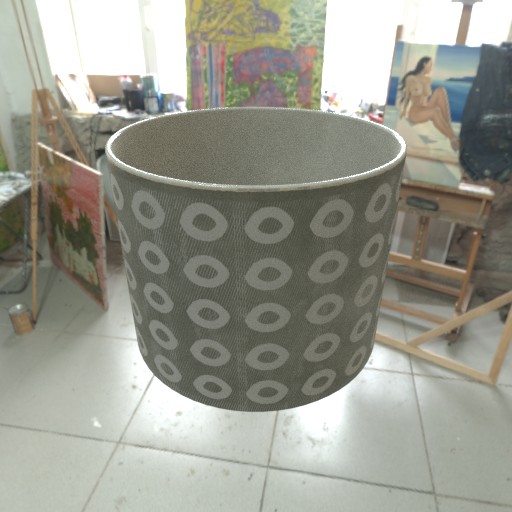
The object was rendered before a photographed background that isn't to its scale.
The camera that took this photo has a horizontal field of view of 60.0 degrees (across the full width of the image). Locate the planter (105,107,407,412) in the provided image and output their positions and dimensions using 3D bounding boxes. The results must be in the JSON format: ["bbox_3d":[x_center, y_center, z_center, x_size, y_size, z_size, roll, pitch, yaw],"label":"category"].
[{"bbox_3d":[0.000,0.000,0.441,0.250,0.239,0.250,0,30,0],"label":"planter"}]
